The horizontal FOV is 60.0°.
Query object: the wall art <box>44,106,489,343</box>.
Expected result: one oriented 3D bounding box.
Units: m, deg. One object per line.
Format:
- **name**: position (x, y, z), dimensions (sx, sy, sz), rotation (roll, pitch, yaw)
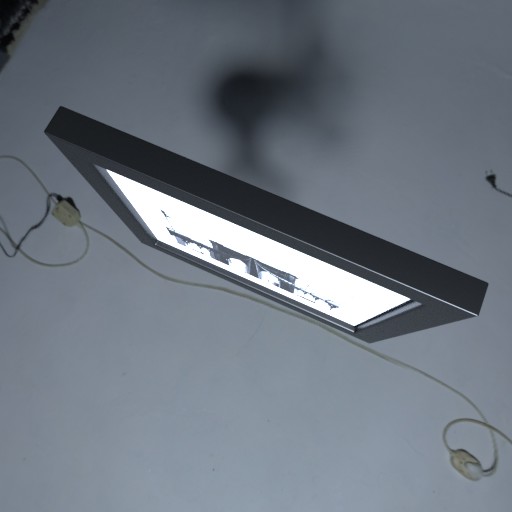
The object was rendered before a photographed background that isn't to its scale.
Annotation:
- **wall art**: position (0.000, 0.000, 0.516), dimensions (0.380, 0.330, 0.028), rotation (23, 77, 6)
